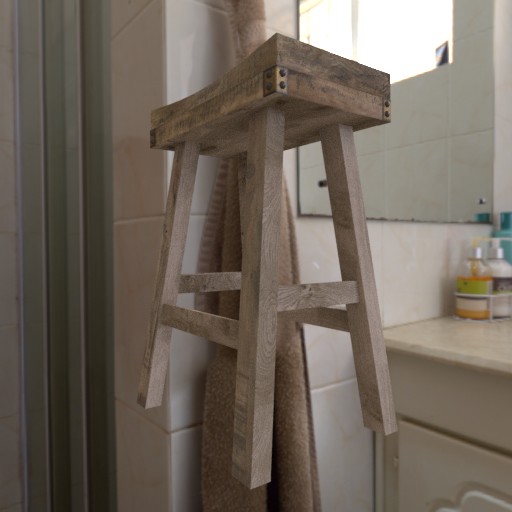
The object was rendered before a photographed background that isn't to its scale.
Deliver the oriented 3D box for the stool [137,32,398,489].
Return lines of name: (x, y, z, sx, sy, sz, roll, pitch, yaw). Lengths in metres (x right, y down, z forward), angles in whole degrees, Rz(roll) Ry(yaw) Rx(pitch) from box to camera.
stool: (0.000, 0.000, 0.876, 0.330, 0.635, 0.450, -1, 2, -36)
